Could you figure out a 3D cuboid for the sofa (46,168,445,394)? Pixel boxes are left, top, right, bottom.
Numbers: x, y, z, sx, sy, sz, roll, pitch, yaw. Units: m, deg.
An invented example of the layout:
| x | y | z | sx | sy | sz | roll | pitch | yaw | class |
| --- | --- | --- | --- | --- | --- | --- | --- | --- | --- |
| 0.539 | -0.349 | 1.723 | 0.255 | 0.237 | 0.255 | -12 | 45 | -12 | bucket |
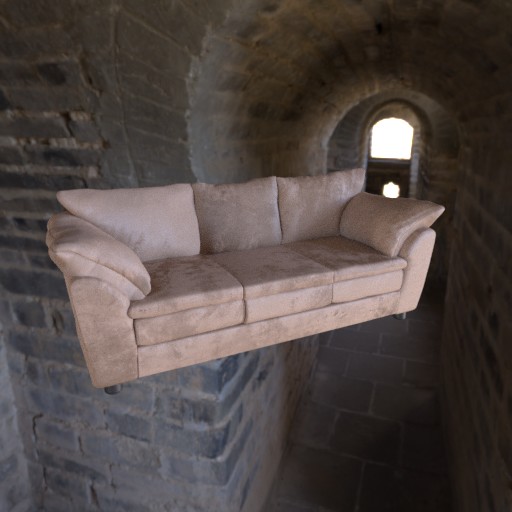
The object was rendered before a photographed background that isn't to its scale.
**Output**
| x | y | z | sx | sy | sz | roll | pitch | yaw | class |
| --- | --- | --- | --- | --- | --- | --- | --- | --- | --- |
| 0.000 | 0.000 | 2.807 | 2.377 | 0.981 | 0.893 | -8 | 18 | -27 | sofa |
